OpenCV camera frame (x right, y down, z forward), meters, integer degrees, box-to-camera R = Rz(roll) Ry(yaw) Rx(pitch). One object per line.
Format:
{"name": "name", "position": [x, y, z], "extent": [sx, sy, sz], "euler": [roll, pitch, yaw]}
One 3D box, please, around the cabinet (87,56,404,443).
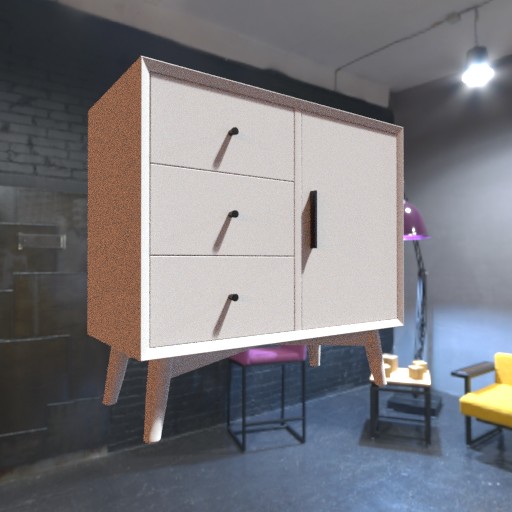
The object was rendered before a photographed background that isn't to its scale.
{"name": "cabinet", "position": [0.000, 0.000, 1.228], "extent": [0.800, 0.761, 0.398], "euler": [0, -1, -35]}
